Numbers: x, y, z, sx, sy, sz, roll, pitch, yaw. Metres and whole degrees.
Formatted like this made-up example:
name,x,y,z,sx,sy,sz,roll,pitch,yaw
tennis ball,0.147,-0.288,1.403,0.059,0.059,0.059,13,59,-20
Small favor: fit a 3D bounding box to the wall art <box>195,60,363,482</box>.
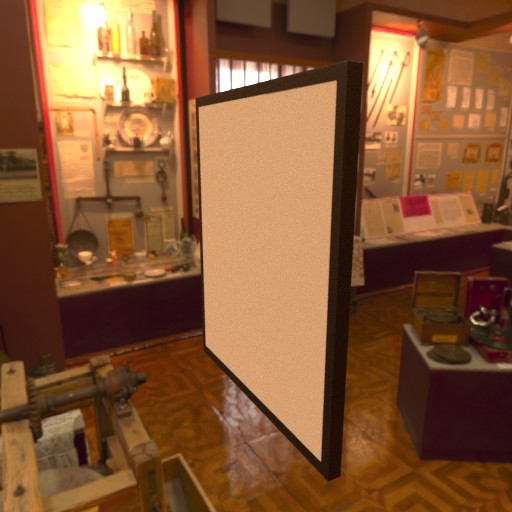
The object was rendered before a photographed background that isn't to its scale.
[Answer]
name,x,y,z,sx,sy,sz,roll,pitch,yaw
wall art,0.000,0.000,0.702,0.021,0.509,0.430,-8,16,-28
